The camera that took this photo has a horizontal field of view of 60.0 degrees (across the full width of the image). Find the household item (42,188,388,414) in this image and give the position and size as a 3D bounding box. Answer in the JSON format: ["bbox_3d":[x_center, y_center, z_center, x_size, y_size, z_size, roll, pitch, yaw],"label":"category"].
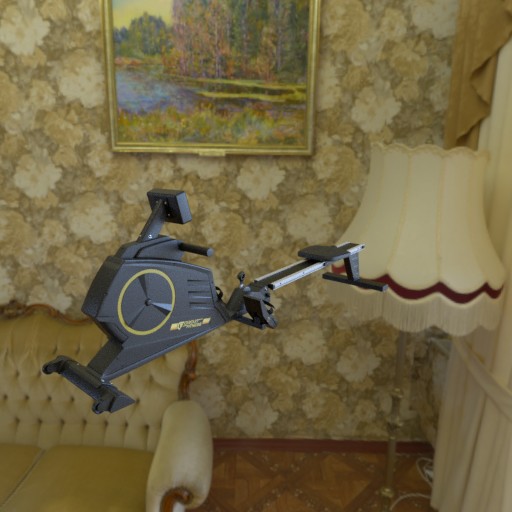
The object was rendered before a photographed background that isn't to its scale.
[{"bbox_3d":[0.000,0.000,2.511,0.521,0.810,2.251,12,17,42],"label":"household item"}]
